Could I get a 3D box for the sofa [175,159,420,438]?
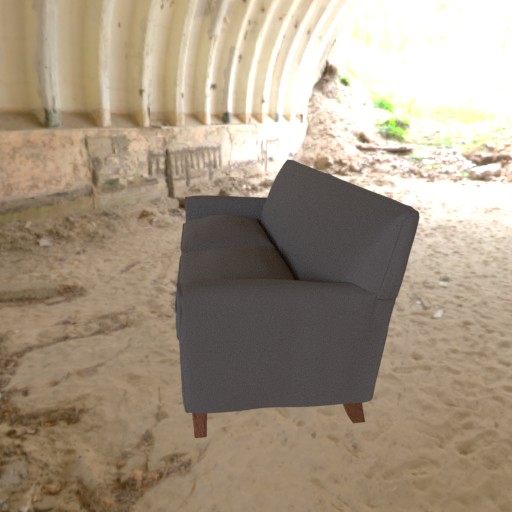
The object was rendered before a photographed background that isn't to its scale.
[{"bbox_3d":[0.000,0.000,2.490,0.843,0.907,2.002,-2,17,-8],"label":"sofa"}]
